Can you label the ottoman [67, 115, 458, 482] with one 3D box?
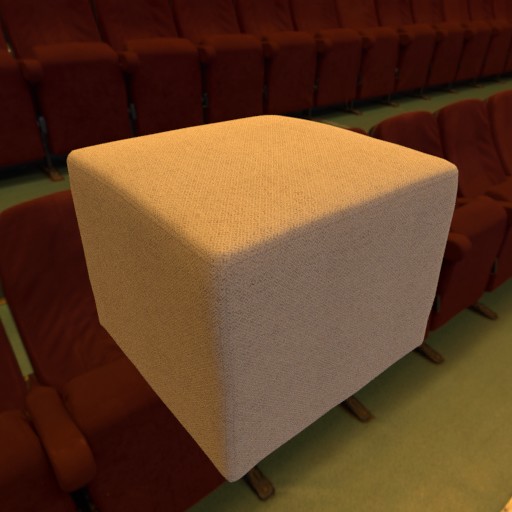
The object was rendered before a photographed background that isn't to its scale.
[{"bbox_3d":[0.000,0.000,0.875,0.521,0.453,0.512,-22,36,-33],"label":"ottoman"}]
